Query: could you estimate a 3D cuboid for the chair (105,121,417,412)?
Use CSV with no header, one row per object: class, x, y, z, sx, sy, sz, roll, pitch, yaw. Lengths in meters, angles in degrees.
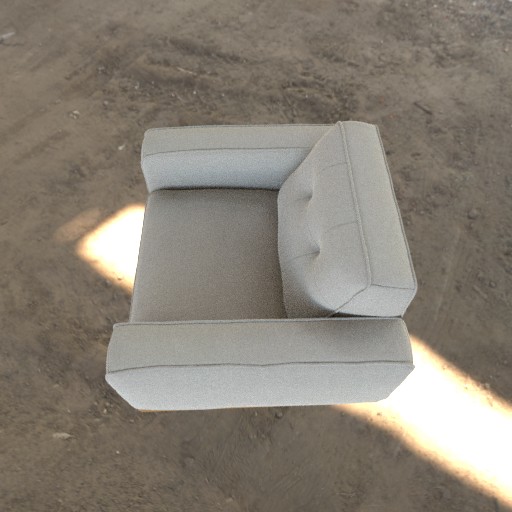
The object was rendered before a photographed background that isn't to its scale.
chair,0.000,0.000,1.756,0.953,0.779,1.115,-1,57,-1
